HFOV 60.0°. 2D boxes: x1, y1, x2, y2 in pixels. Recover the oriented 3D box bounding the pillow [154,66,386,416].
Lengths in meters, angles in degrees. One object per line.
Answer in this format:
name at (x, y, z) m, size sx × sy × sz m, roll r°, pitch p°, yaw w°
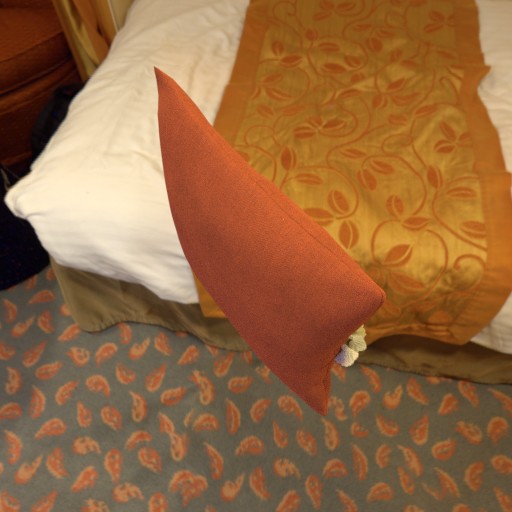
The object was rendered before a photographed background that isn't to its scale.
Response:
pillow at (0.000, 0.000, 0.749) m, size 0.165 × 0.482 × 0.490 m, roll -31°, pitch 63°, yaw -18°
